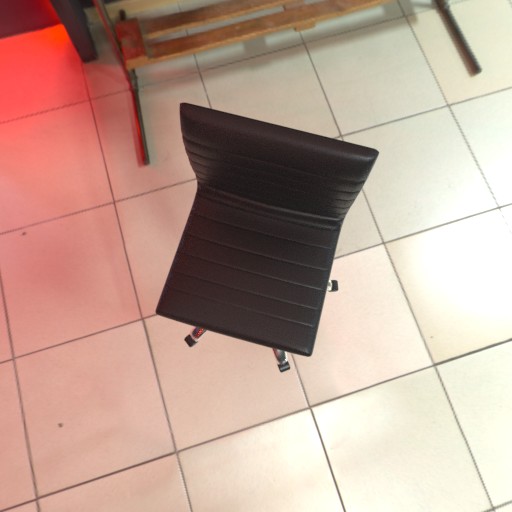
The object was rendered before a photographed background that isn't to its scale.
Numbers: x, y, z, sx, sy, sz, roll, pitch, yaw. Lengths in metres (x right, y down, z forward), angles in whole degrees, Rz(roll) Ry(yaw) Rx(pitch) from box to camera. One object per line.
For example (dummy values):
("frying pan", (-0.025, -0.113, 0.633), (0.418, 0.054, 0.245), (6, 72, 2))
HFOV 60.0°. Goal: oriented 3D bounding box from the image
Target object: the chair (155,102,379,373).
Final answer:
("chair", (0.000, 0.000, 1.163), (0.556, 0.780, 0.530), (15, 76, 4))
